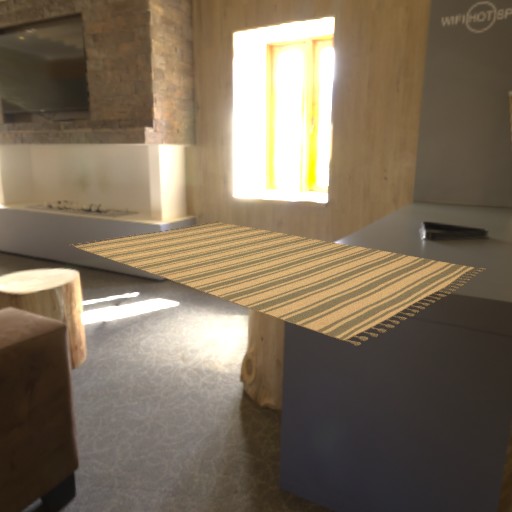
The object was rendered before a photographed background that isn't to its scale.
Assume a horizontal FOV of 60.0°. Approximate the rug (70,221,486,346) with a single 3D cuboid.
[{"bbox_3d":[0.000,0.000,2.492,2.084,0.009,1.222,13,19,42],"label":"rug"}]
